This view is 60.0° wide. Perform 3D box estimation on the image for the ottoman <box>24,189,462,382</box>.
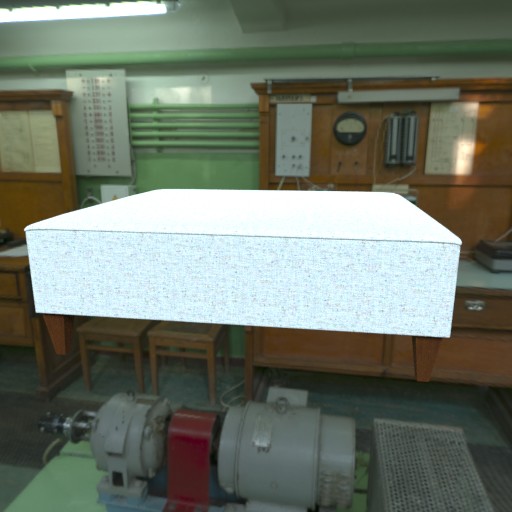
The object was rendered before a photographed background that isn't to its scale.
[{"bbox_3d":[0.000,0.000,1.209,0.835,0.303,0.736,2,15,8],"label":"ottoman"}]
